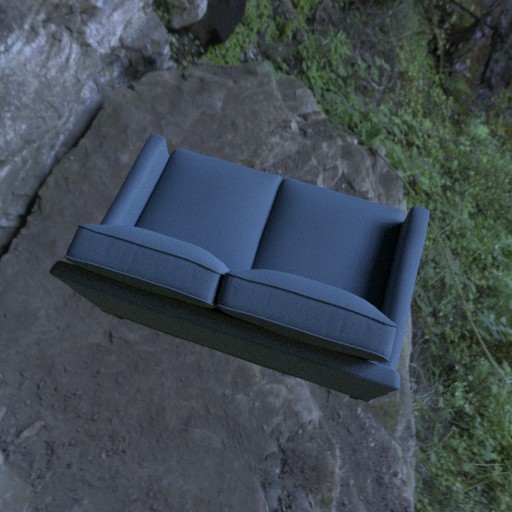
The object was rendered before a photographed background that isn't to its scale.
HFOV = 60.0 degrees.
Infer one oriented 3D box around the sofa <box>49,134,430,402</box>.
[{"bbox_3d":[0.000,0.000,2.304,1.597,1.003,1.084,17,64,8],"label":"sofa"}]
